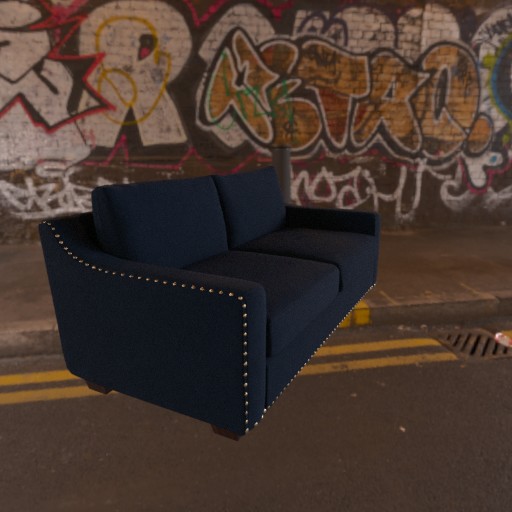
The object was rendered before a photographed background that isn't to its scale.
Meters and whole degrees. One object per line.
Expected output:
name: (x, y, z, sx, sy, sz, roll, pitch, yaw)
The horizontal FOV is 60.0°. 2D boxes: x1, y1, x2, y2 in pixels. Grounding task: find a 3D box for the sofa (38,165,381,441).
sofa: (0.000, 0.000, 2.710, 1.104, 0.983, 2.107, 8, 17, 27)
